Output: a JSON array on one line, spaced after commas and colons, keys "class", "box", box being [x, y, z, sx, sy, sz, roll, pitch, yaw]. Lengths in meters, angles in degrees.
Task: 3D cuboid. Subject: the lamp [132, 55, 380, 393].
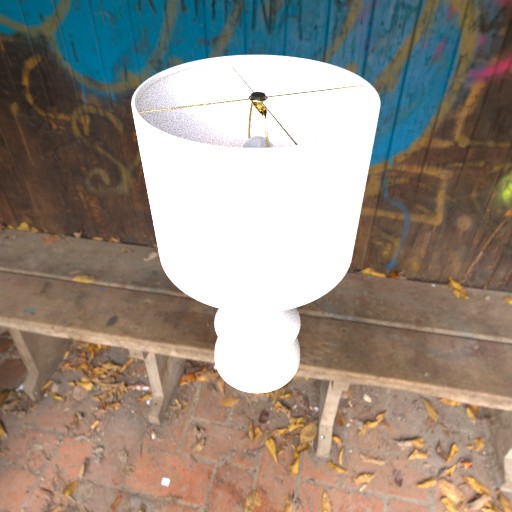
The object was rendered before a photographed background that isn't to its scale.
[{"class": "lamp", "box": [0.000, 0.000, 0.720, 0.301, 0.533, 0.301, -12, 42, -13]}]
